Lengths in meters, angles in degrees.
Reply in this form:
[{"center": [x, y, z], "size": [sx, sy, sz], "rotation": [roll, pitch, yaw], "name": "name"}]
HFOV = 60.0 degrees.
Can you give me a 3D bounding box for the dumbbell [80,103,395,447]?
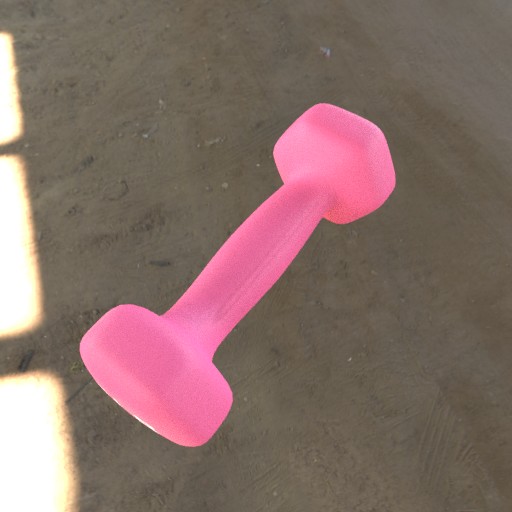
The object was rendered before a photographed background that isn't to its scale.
[{"center": [0.000, 0.000, 0.177], "size": [0.058, 0.053, 0.146], "rotation": [32, 64, 18], "name": "dumbbell"}]
